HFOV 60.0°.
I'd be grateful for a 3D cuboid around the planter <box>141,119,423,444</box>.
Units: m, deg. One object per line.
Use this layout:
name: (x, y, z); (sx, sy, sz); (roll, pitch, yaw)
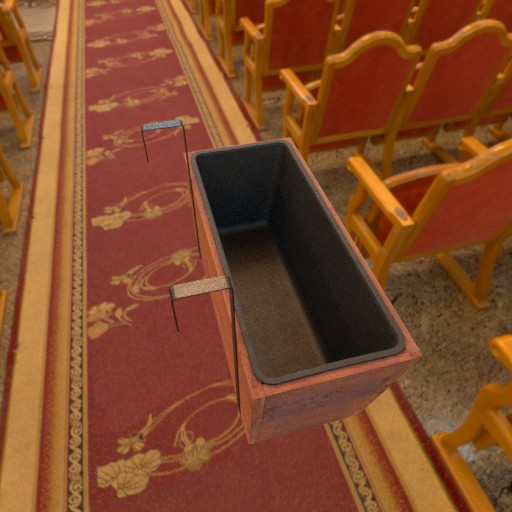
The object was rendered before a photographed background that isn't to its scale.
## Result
planter: (0.000, 0.000, 0.667); (0.262, 0.289, 0.480); (-11, 47, -10)
